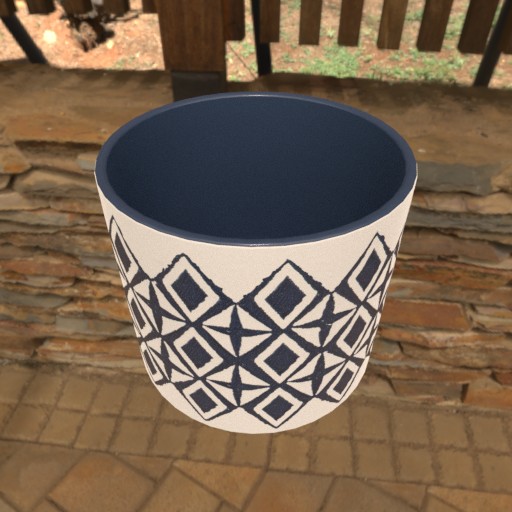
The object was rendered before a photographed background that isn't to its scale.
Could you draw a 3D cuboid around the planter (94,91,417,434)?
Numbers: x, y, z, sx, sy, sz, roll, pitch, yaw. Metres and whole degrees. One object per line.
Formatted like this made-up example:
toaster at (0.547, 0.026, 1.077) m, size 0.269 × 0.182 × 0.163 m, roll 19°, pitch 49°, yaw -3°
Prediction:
planter at (0.000, 0.000, 0.381) m, size 0.224 × 0.203 × 0.224 m, roll 0°, pitch 40°, yaw 0°
